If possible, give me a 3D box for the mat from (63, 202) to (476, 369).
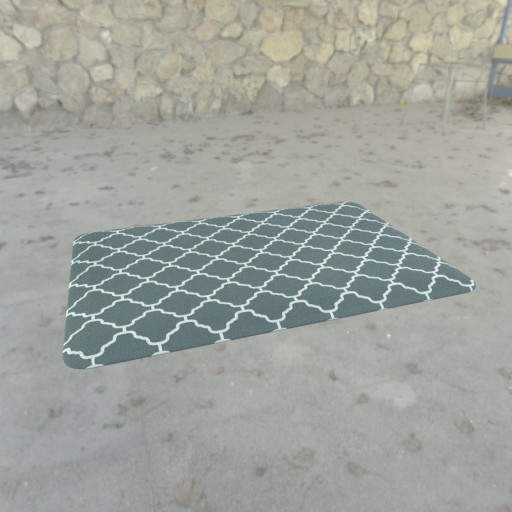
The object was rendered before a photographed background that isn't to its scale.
[{"bbox_3d":[0.000,0.000,0.960,0.762,0.021,0.508,-8,28,-16],"label":"mat"}]
